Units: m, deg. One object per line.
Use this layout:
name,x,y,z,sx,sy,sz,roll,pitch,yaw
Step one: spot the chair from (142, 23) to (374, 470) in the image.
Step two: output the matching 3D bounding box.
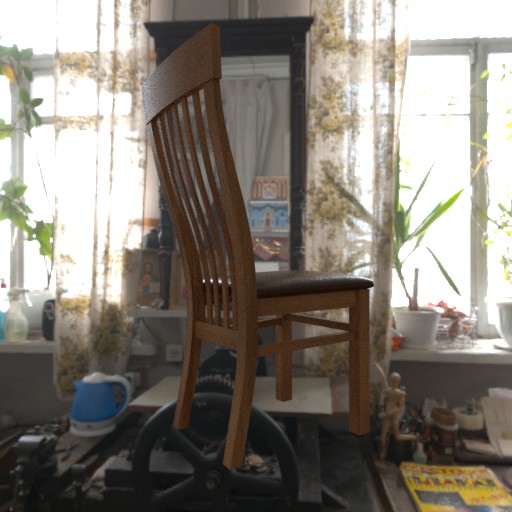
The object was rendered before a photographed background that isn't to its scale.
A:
chair,0.000,0.000,1.340,0.580,1.050,0.450,0,0,-34
